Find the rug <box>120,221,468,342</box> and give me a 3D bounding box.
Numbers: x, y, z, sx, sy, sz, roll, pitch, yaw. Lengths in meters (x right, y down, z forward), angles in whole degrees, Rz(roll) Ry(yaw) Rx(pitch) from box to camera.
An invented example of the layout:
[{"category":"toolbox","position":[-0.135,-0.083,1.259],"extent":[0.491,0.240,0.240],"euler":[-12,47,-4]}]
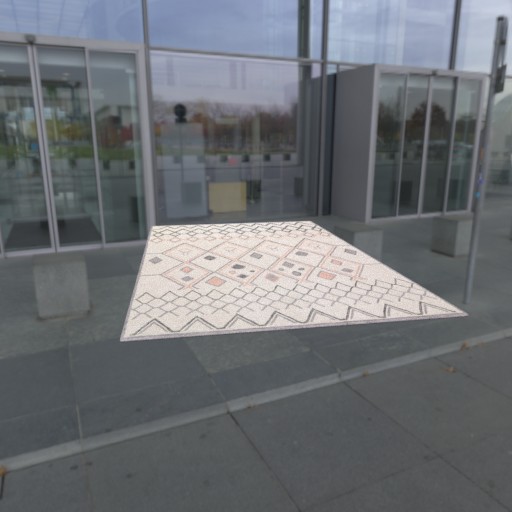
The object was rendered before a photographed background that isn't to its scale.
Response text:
[{"category":"rug","position":[0.000,0.000,3.036],"extent":[1.524,0.015,2.438],"euler":[-3,15,-10]}]
